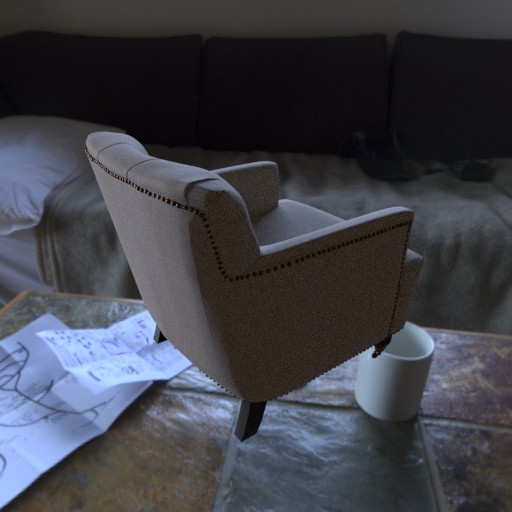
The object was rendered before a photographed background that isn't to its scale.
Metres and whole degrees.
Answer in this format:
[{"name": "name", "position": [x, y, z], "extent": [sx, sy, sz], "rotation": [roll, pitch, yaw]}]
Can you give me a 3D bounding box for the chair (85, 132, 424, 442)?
[{"name": "chair", "position": [0.000, 0.000, 1.503], "extent": [0.902, 0.823, 0.737], "rotation": [-18, 32, -32]}]
